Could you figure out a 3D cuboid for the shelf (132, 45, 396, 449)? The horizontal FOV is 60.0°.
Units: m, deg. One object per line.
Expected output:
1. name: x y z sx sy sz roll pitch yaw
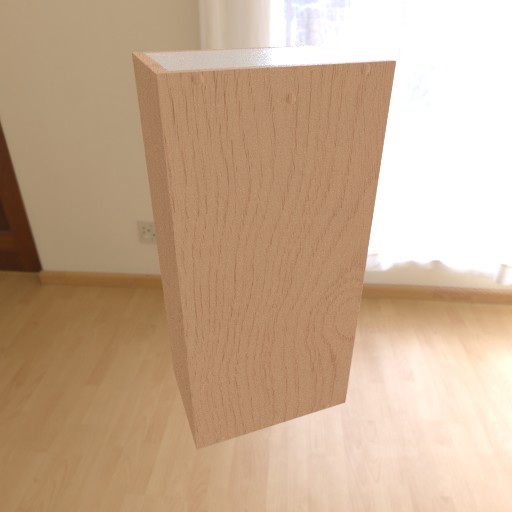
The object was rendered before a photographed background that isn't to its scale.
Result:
1. shelf: 0.000 0.000 0.725 0.290 0.600 0.200 -11 32 -17
